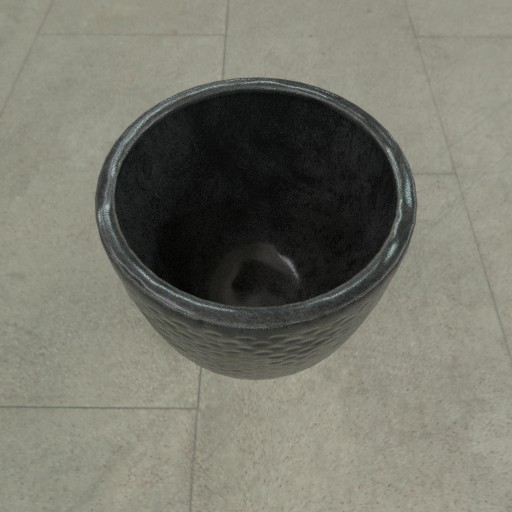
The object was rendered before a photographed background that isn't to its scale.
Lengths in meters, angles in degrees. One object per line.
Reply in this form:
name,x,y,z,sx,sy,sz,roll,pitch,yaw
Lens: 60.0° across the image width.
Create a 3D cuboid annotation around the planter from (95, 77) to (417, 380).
planter,0.000,0.000,0.304,0.172,0.160,0.172,0,59,0
